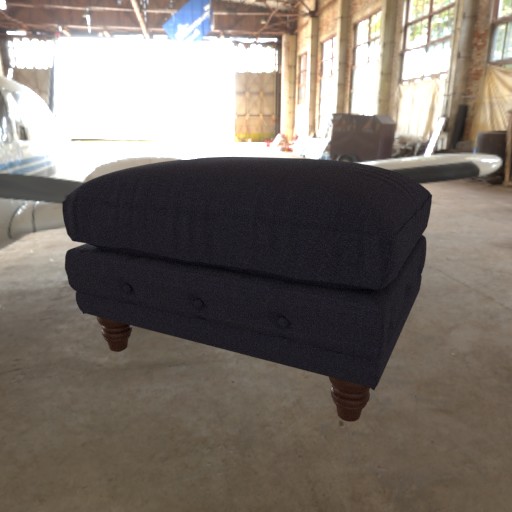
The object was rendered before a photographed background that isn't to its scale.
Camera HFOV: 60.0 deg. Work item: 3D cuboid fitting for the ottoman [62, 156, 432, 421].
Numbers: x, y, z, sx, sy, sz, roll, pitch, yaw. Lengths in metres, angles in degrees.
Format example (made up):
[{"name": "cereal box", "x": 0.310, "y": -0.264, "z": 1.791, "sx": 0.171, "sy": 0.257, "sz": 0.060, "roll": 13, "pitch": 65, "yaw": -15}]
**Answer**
[{"name": "ottoman", "x": 0.000, "y": 0.000, "z": 1.132, "sx": 0.767, "sy": 0.486, "sz": 0.558, "roll": 8, "pitch": 19, "yaw": 26}]
